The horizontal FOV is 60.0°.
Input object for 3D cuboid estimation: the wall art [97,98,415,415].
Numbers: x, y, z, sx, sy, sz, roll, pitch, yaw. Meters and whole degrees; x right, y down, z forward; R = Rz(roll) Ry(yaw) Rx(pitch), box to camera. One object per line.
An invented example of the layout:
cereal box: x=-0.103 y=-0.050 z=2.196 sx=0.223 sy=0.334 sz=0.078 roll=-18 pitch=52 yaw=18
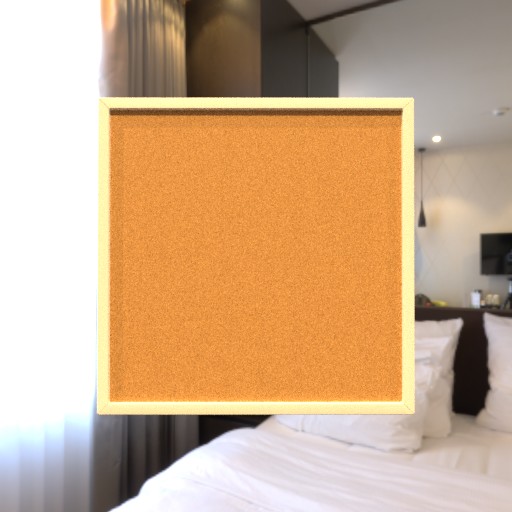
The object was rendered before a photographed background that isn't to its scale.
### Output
wall art: x=0.000 y=0.000 z=0.444 sx=0.305 sy=0.305 sz=0.038 roll=0 pitch=0 yaw=0
